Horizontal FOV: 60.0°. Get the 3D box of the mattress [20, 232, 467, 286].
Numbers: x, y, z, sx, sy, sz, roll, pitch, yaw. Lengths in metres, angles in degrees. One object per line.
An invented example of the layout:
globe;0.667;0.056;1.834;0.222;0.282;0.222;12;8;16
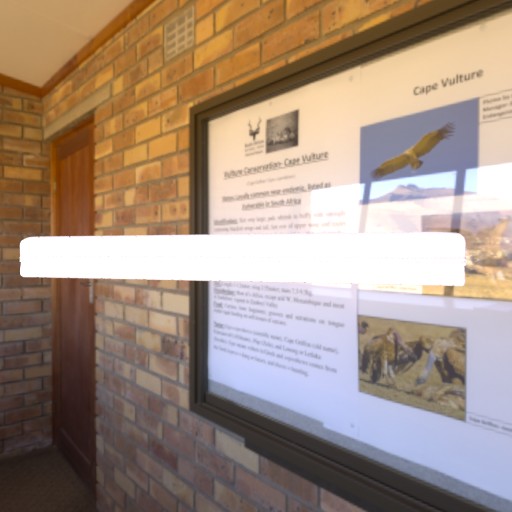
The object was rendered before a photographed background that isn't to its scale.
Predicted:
mattress;0.000;0.000;2.537;2.000;0.200;1.400;0;1;17
